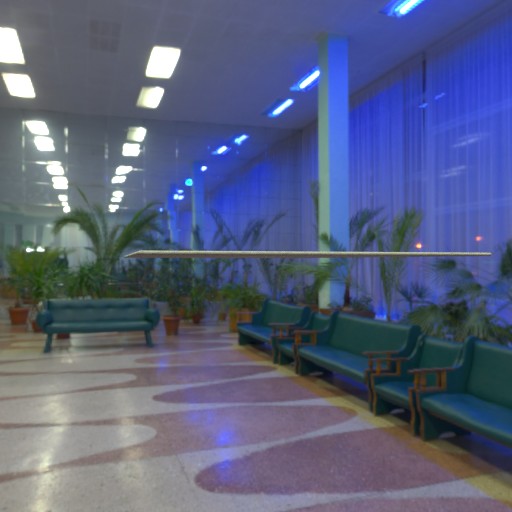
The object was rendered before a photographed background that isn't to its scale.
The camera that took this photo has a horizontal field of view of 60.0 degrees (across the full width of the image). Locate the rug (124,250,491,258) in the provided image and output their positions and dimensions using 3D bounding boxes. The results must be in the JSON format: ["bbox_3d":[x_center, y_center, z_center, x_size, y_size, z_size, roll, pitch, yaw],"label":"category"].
[{"bbox_3d":[0.000,0.000,2.759,1.526,0.015,2.132,0,-1,-18],"label":"rug"}]
